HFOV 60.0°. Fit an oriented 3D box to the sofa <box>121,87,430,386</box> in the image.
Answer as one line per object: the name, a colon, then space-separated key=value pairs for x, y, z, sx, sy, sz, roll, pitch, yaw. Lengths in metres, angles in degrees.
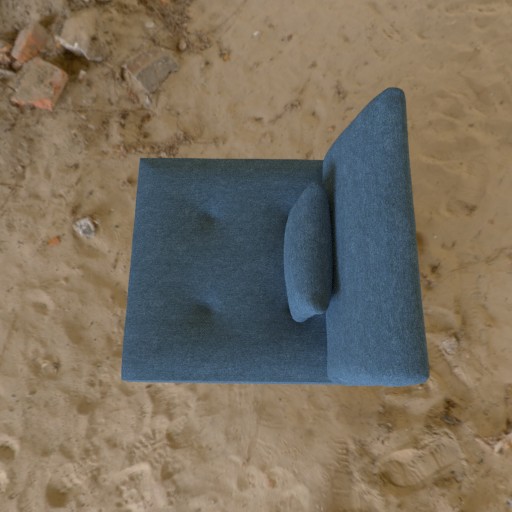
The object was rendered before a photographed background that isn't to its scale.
sofa: x=0.000 y=0.000 z=1.661 sx=1.000 sy=0.820 sz=0.930 roll=1 pitch=75 yaw=0
